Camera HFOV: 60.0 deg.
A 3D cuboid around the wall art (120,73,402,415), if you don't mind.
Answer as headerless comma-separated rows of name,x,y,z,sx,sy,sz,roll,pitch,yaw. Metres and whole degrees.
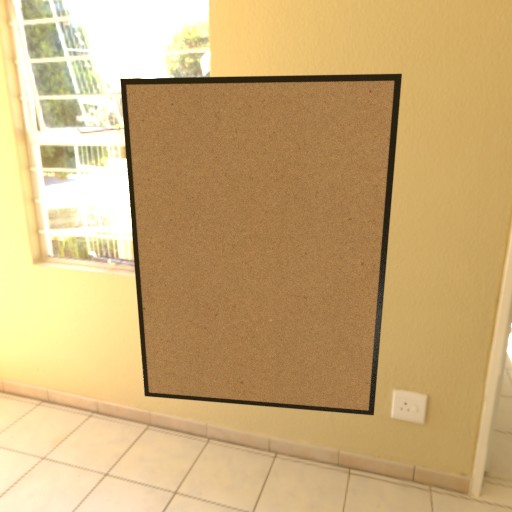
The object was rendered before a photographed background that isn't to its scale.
wall art,0.000,0.000,1.389,0.788,1.046,0.043,2,16,8
